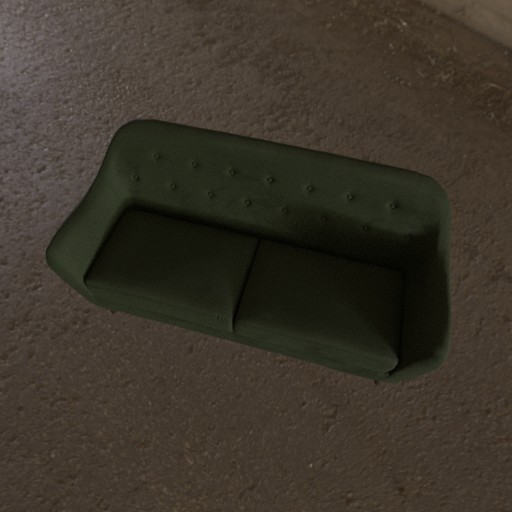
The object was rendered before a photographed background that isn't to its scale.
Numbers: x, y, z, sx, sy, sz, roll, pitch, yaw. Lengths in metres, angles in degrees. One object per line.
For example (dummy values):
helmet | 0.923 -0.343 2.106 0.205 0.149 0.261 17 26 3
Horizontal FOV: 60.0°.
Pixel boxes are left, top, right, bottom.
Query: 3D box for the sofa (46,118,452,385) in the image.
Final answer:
sofa | 0.000 0.000 2.257 1.840 0.836 0.820 13 59 8
